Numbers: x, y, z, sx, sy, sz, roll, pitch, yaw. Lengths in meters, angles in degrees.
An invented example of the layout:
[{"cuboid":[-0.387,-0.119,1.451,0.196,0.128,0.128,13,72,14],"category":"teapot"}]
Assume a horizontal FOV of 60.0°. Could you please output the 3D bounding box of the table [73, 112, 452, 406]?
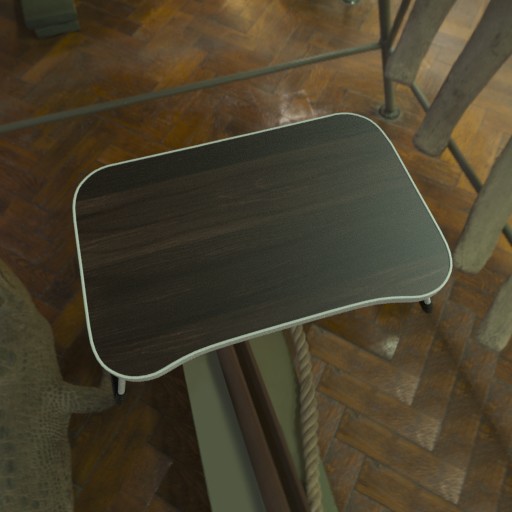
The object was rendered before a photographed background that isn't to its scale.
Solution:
[{"cuboid":[0.000,0.000,0.858,0.660,0.232,0.400,-15,64,-7],"category":"table"}]
